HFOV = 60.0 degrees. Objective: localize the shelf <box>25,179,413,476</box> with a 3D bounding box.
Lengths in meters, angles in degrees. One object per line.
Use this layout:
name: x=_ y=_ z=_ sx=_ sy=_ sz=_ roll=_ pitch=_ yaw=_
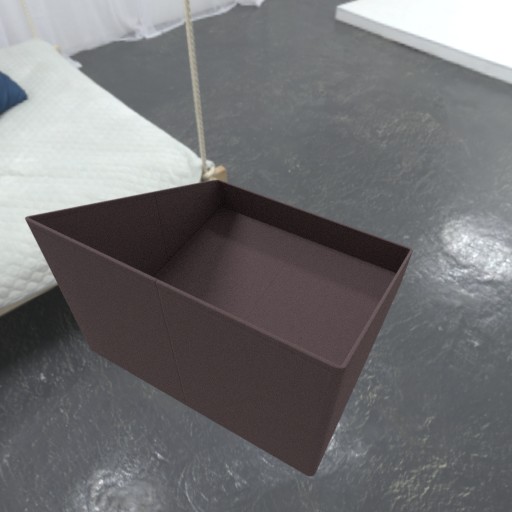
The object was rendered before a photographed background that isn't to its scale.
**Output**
shelf: x=0.000 y=0.000 z=0.489 sx=0.292 sy=0.210 sz=0.292 roll=22 pitch=50 yaw=20
